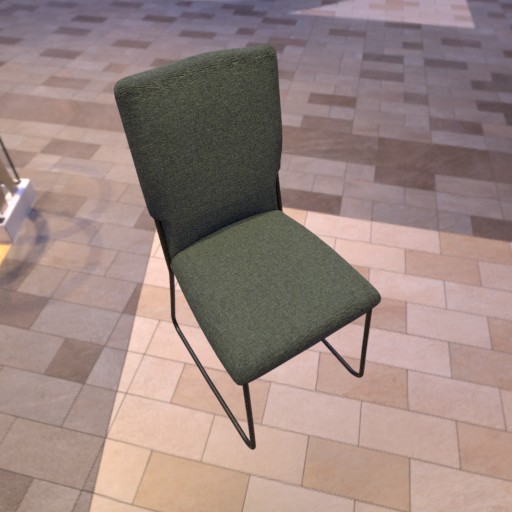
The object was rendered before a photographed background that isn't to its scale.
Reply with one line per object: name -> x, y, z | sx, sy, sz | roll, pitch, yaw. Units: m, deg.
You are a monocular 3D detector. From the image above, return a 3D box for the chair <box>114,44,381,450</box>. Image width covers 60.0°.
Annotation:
chair -> 0.000, 0.000, 1.265 | 0.480, 0.931, 0.635 | -25, 51, -22
